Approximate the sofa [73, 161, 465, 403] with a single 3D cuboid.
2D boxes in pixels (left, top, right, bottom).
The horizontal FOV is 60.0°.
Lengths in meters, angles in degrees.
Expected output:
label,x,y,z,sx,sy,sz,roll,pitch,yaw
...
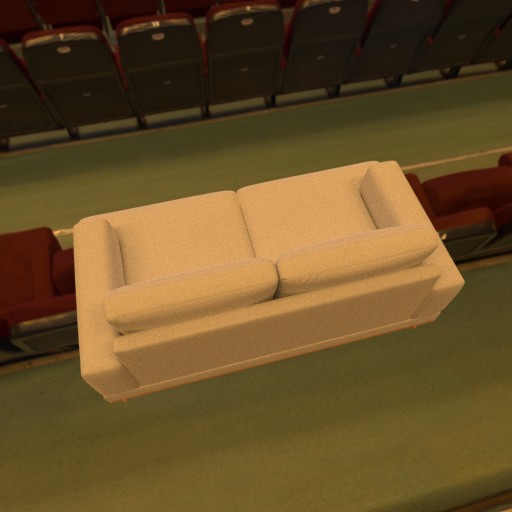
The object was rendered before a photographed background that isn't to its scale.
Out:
label,x,y,z,sx,sy,sz,roll,pitch,yaw
sofa,0.000,0.000,2.115,1.651,0.810,0.915,-12,59,-8
